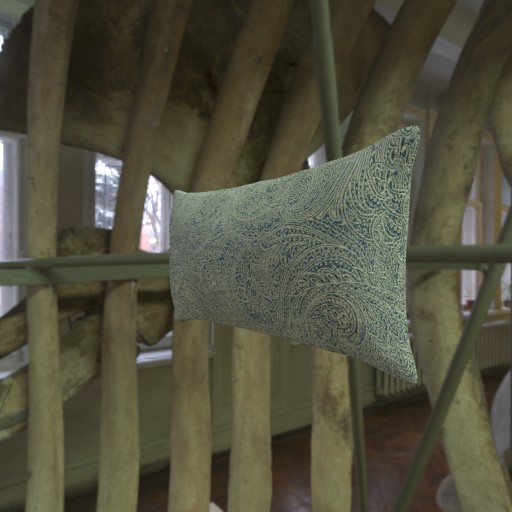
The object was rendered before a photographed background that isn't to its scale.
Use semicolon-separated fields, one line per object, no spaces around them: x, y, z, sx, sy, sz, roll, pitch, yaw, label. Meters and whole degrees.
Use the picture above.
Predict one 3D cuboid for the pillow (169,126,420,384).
0.000;0.000;0.744;0.151;0.295;0.615;0;0;-36;pillow
